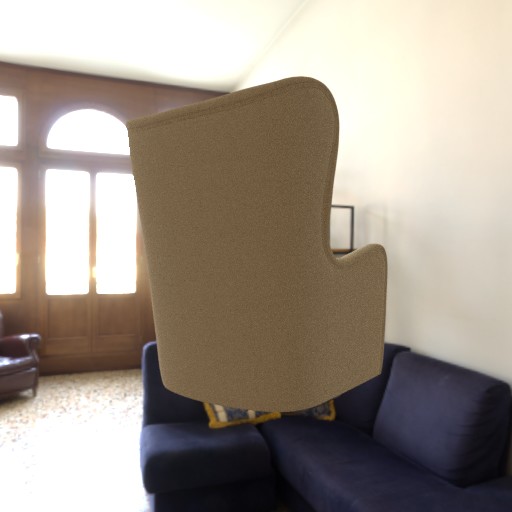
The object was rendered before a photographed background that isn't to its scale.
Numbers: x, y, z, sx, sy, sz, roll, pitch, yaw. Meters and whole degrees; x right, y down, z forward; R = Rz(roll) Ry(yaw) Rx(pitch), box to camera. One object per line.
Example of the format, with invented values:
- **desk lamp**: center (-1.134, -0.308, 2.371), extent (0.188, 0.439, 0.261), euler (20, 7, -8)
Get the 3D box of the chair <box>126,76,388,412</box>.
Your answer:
- **chair**: center (0.000, 0.000, 1.785), extent (0.831, 1.079, 0.929), euler (-1, -1, 34)
